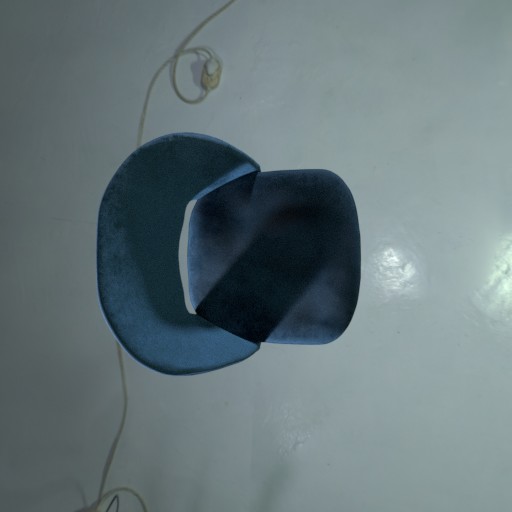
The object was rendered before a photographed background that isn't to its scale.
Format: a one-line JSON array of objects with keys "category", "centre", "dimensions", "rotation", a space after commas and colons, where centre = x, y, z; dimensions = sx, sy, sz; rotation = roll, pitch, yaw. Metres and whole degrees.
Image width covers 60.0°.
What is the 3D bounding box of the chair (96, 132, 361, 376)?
[{"category": "chair", "centre": [0.000, 0.000, 1.228], "dimensions": [0.577, 0.860, 0.527], "rotation": [0, 89, 1]}]
